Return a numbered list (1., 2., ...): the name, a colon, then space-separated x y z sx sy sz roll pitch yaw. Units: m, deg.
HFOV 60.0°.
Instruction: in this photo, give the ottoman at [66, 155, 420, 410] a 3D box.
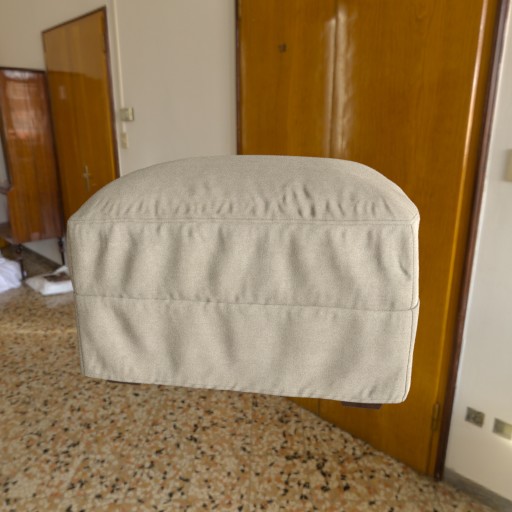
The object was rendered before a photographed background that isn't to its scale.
1. ottoman: 0.000 0.000 1.084 0.712 0.480 0.584 3 16 10
